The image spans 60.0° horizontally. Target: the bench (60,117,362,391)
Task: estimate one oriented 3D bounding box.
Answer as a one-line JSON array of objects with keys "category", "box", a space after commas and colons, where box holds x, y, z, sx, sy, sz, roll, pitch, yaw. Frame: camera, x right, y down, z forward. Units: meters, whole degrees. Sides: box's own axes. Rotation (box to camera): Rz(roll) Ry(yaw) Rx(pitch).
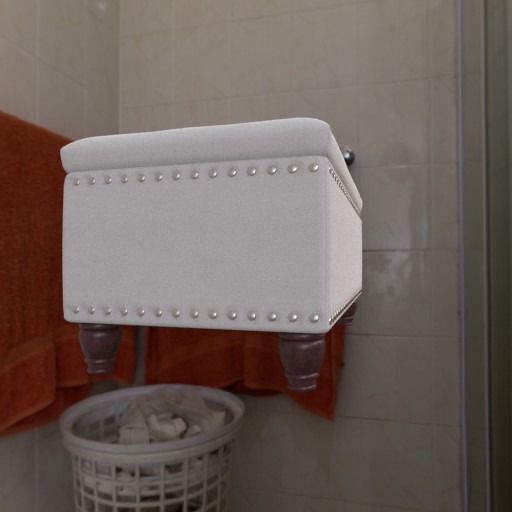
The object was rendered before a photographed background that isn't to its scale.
[{"category": "bench", "box": [0.000, 0.000, 1.168, 0.500, 0.449, 0.887, 0, -1, 17]}]
